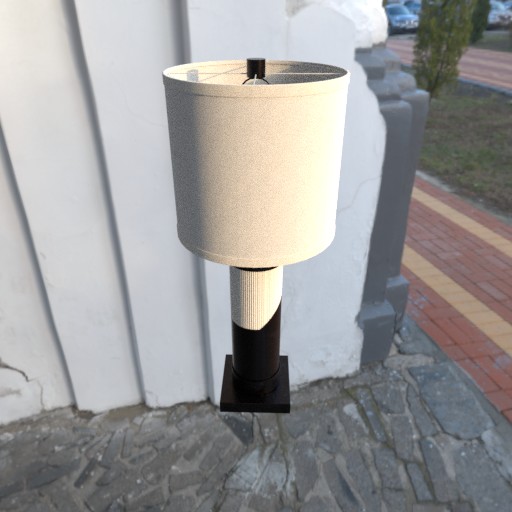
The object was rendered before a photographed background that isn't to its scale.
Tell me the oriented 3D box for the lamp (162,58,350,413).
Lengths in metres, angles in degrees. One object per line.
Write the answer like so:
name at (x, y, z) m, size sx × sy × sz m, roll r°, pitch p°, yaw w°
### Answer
lamp at (0.000, 0.000, 0.623) m, size 0.211 × 0.509 × 0.211 m, roll 1°, pitch 30°, yaw 1°
